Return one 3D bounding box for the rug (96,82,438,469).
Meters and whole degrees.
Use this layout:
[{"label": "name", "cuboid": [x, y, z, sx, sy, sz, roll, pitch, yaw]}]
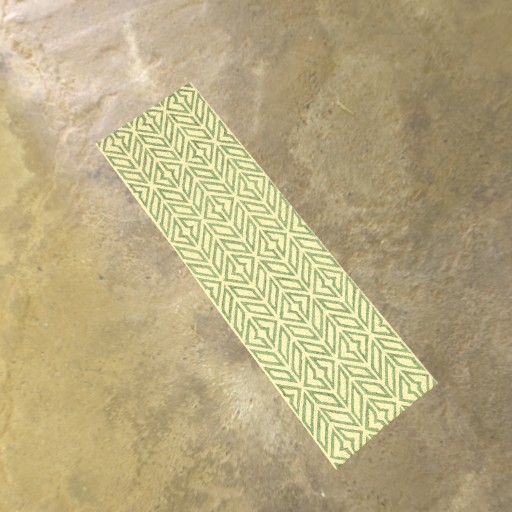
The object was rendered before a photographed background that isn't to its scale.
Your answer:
[{"label": "rug", "cuboid": [0.000, 0.000, 2.688, 0.750, 0.009, 2.435, -36, 79, -8]}]
